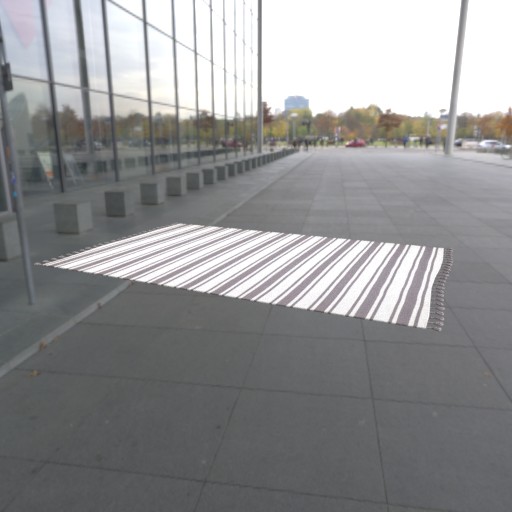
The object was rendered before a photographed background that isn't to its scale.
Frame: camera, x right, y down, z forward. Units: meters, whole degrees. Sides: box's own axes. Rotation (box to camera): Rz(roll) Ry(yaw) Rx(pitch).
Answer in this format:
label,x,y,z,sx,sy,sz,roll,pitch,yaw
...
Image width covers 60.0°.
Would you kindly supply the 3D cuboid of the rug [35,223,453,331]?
label,x,y,z,sx,sy,sz,roll,pitch,yaw
rug,0.000,0.000,3.001,2.425,0.014,1.563,7,16,24
